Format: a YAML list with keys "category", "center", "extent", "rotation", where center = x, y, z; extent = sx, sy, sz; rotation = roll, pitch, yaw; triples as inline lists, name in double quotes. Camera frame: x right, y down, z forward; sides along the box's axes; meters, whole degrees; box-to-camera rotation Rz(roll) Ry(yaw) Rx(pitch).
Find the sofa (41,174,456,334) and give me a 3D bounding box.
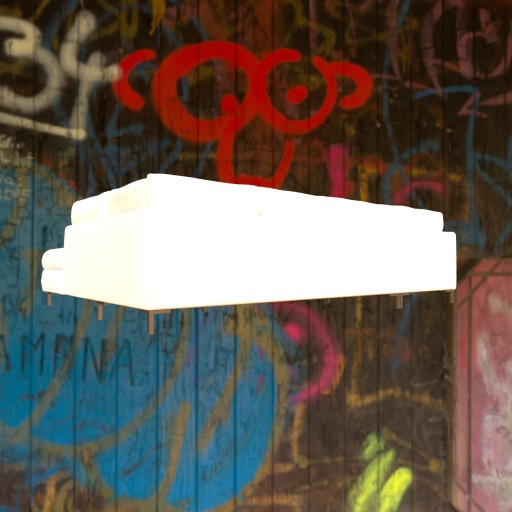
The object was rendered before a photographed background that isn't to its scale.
- category: "sofa"
  center: [0.000, 0.000, 3.513]
  extent: [2.737, 0.756, 1.879]
  rotation: [1, -1, -38]
